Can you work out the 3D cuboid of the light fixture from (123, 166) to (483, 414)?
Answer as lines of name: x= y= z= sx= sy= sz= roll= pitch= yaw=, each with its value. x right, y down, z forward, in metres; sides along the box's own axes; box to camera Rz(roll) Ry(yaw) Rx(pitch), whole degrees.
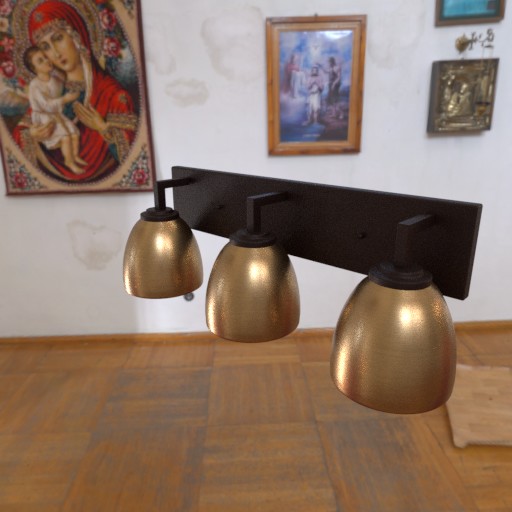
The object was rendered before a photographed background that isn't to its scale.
light fixture: x=0.000 y=0.000 z=0.643 sx=0.582 sy=0.204 sz=0.157 roll=16 pitch=24 yaw=40
